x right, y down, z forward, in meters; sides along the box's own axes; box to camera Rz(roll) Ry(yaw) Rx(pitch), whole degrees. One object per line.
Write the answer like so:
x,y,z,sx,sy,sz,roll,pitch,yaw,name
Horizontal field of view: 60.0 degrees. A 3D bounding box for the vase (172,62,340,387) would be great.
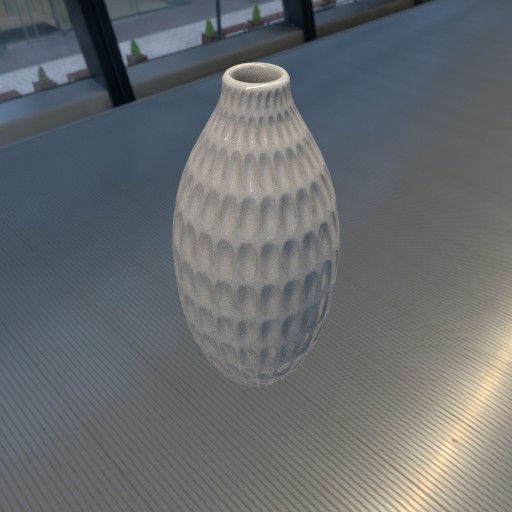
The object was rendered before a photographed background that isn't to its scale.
0.000,0.000,0.347,0.127,0.282,0.127,0,42,0,vase
